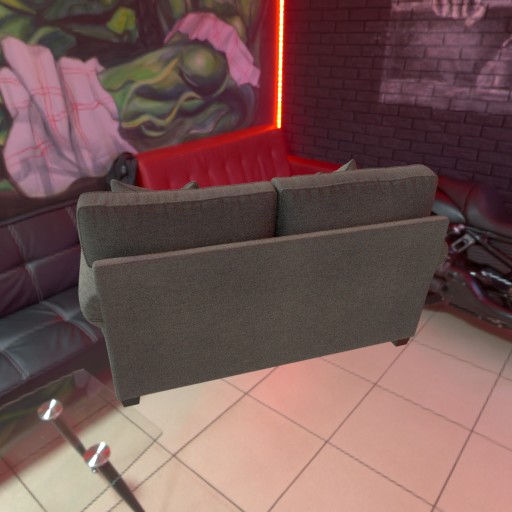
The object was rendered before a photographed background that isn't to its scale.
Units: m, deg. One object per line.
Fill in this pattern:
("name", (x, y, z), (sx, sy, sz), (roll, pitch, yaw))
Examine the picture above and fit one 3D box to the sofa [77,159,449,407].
("sofa", (0.000, 0.000, 2.312), (1.701, 0.966, 0.966), (-8, 27, -16))
